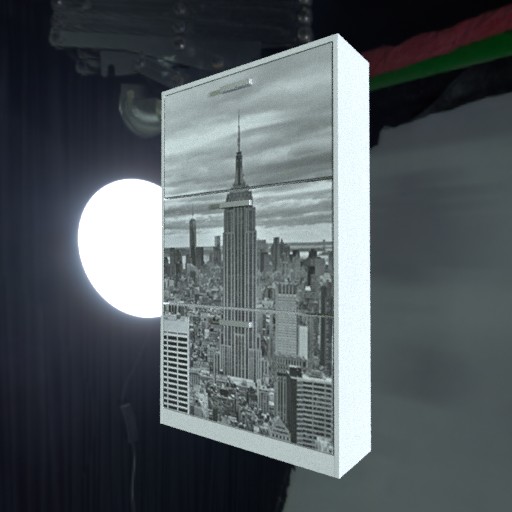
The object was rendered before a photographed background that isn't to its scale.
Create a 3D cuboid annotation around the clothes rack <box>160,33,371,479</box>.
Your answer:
[{"bbox_3d":[0.000,0.000,1.583,0.750,1.280,0.250,-1,-1,36],"label":"clothes rack"}]
